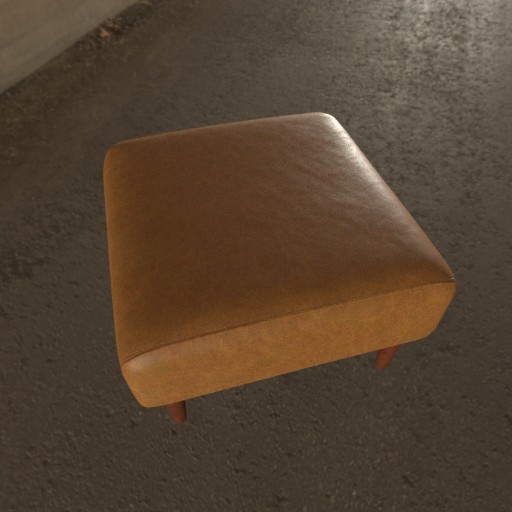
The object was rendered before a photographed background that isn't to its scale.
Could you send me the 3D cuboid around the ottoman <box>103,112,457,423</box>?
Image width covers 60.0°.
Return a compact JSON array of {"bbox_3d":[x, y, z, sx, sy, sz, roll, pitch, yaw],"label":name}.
[{"bbox_3d":[0.000,0.000,1.086,0.650,0.399,0.650,-12,48,-10],"label":"ottoman"}]
